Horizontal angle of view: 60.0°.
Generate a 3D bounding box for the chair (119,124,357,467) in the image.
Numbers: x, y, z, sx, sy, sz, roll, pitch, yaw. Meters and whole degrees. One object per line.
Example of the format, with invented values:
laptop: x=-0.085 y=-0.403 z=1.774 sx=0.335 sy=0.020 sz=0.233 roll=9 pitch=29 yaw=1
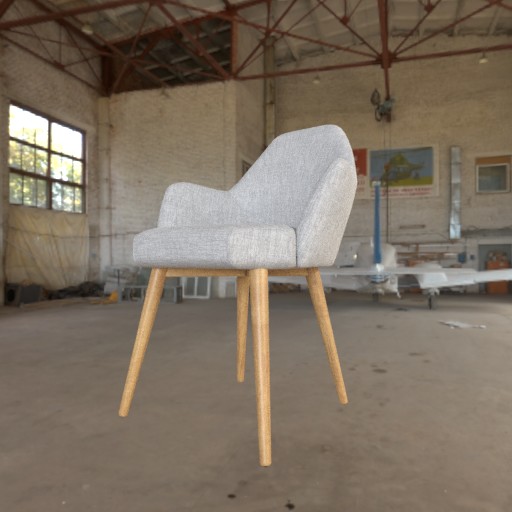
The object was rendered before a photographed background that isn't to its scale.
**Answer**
chair: x=0.000 y=0.000 z=1.235 sx=0.590 sy=0.840 sz=0.610 roll=0 pitch=-1 yaw=37
